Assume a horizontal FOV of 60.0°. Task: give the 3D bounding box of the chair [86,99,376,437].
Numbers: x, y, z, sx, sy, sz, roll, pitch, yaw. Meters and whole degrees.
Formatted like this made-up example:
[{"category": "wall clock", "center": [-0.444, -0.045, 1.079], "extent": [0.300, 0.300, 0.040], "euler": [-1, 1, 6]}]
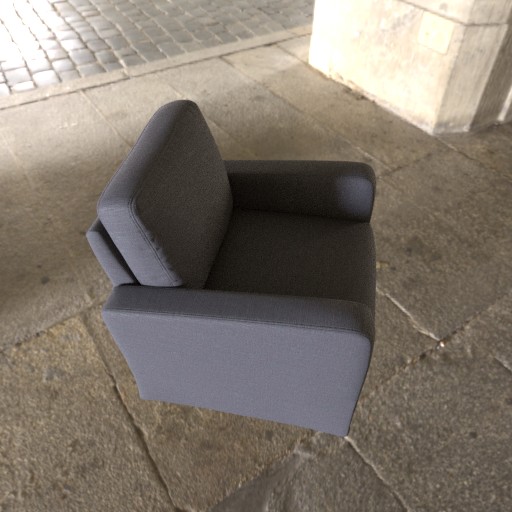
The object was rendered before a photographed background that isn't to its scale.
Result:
[{"category": "chair", "center": [0.000, 0.000, 1.544], "extent": [0.863, 0.855, 0.798], "euler": [8, 47, 8]}]
